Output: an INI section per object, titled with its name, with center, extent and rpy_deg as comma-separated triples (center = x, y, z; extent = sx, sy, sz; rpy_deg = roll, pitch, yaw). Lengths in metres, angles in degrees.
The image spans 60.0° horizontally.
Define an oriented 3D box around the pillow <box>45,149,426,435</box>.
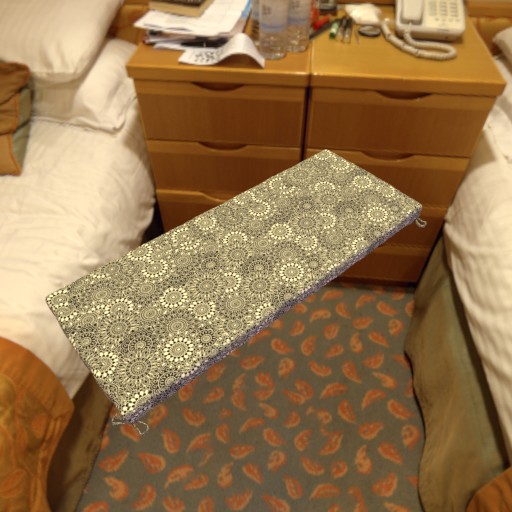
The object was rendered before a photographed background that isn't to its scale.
[pillow]
center = 0.000, 0.000, 1.379
extent = 1.187, 0.081, 0.492
rpy_deg = -32, 54, -26
